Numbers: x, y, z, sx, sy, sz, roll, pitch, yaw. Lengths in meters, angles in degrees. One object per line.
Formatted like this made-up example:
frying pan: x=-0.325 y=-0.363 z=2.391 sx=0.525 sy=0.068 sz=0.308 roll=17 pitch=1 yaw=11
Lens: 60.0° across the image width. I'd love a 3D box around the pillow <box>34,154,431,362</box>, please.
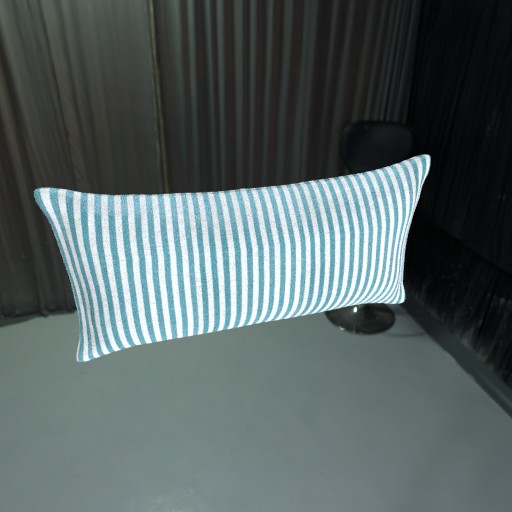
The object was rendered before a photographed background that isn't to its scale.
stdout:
pillow: x=0.000 y=0.000 z=0.735 sx=0.617 sy=0.295 sz=0.151 roll=-8 pitch=29 yaw=-15
